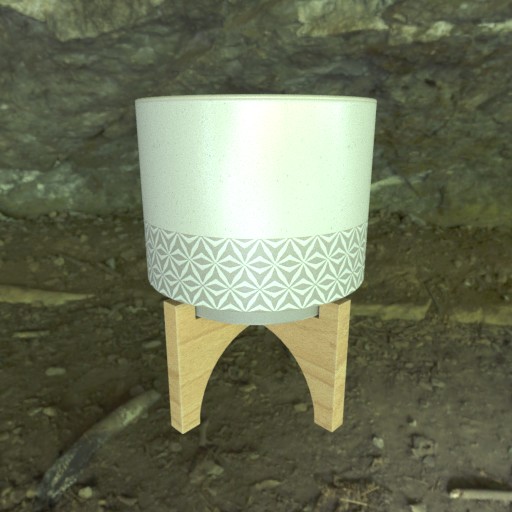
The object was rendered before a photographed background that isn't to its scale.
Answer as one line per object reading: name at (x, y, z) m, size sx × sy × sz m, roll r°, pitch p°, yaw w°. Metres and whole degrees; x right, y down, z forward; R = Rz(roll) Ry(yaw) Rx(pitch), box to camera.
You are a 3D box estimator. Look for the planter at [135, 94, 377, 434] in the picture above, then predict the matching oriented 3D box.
planter at (0.000, 0.000, 0.394) m, size 0.188 × 0.260 × 0.188 m, roll 0°, pitch 17°, yaw 0°
